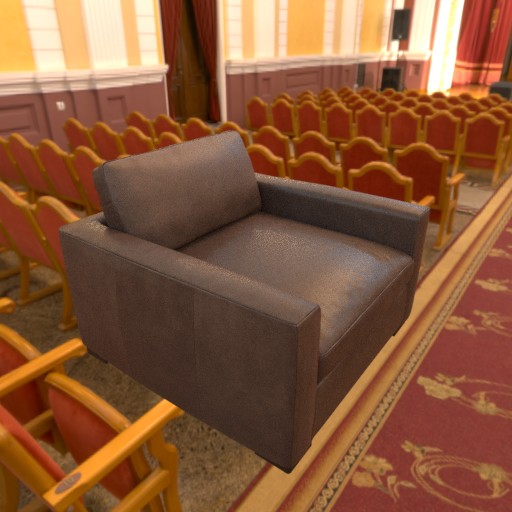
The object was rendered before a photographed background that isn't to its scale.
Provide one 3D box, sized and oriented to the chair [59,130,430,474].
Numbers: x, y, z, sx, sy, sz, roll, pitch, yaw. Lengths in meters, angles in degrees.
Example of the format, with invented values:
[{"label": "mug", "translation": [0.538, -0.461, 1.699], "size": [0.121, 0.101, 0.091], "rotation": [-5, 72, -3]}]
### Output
[{"label": "chair", "translation": [0.000, 0.000, 1.789], "size": [1.069, 0.812, 1.100], "rotation": [18, 31, 32]}]
